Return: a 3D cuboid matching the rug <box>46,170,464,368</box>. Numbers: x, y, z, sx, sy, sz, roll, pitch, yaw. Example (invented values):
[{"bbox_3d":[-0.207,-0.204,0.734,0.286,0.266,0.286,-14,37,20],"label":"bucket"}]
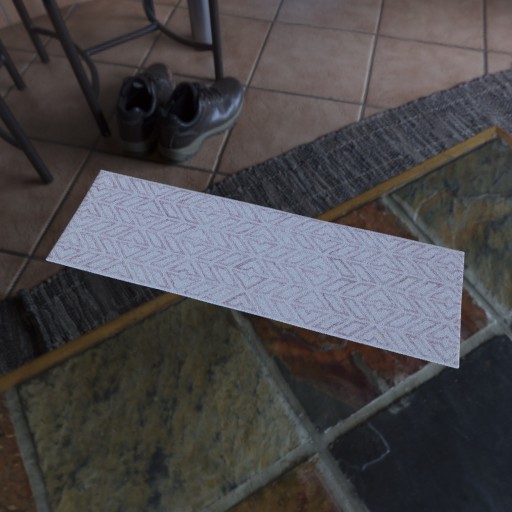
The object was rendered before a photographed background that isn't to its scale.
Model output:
[{"bbox_3d":[0.000,0.000,2.696,2.435,0.009,0.750,14,60,8],"label":"rug"}]
